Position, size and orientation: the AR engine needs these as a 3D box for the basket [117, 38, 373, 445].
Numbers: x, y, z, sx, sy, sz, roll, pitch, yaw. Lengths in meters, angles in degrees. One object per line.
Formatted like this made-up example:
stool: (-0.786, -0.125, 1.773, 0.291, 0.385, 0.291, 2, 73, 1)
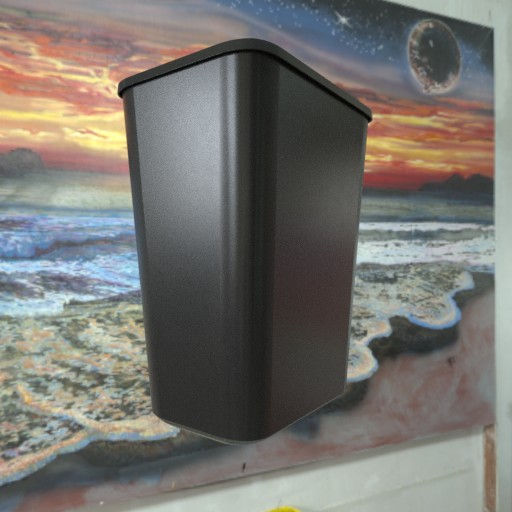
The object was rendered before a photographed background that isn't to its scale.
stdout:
basket: (0.000, 0.000, 0.750, 0.287, 0.521, 0.394, 0, 0, 36)
